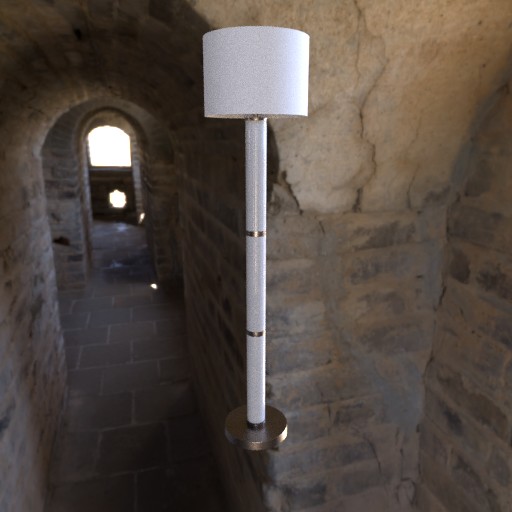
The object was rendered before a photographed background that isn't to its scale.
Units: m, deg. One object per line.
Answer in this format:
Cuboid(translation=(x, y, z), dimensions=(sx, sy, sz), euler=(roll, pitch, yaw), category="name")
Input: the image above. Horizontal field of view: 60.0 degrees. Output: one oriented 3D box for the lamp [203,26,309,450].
Cuboid(translation=(0.000, 0.000, 1.770), dimensions=(0.377, 1.599, 0.377), euler=(8, 17, 27), category="lamp")
